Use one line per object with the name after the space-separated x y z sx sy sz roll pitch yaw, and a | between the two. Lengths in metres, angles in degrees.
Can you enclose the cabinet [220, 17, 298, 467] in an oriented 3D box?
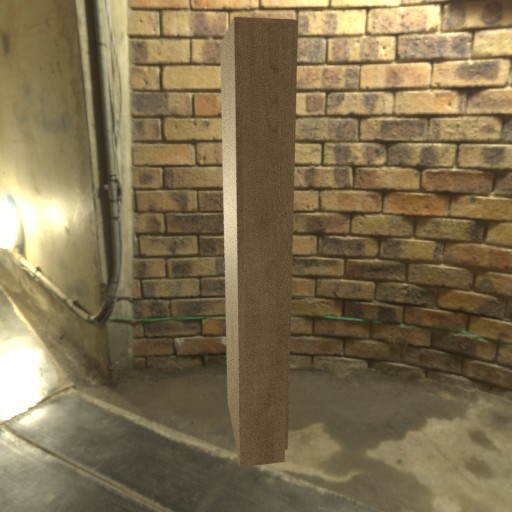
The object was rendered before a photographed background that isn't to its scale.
0.000 0.000 1.960 0.230 1.790 0.500 -3 17 -9 | cabinet
